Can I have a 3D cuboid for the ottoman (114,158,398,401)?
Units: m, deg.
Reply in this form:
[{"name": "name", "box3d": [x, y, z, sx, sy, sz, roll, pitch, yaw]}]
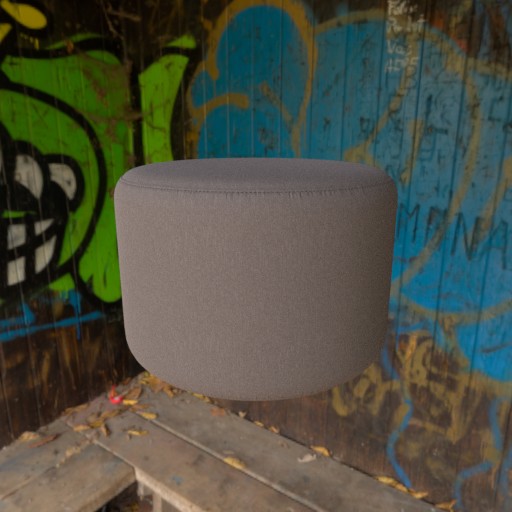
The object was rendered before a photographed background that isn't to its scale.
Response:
[{"name": "ottoman", "box3d": [0.000, 0.000, 1.030, 0.608, 0.433, 0.608, 0, 15, 0]}]
